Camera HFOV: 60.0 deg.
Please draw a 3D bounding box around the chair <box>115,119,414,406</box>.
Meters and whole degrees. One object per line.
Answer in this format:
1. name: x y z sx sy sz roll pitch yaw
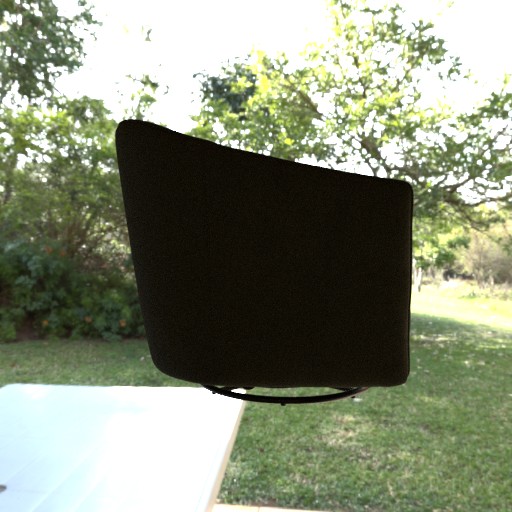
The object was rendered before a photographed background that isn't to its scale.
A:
1. chair: 0.000 0.000 1.462 0.875 0.799 0.747 0 0 1
